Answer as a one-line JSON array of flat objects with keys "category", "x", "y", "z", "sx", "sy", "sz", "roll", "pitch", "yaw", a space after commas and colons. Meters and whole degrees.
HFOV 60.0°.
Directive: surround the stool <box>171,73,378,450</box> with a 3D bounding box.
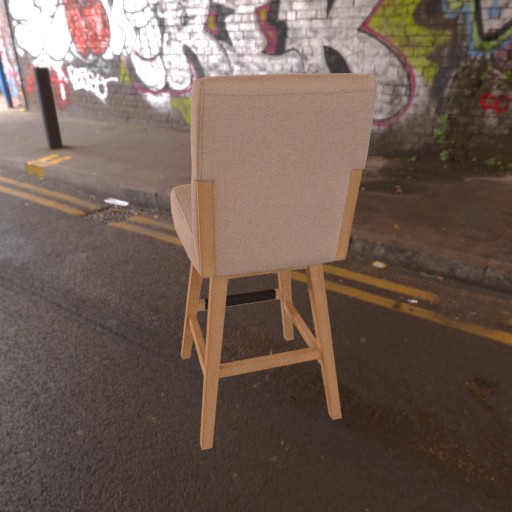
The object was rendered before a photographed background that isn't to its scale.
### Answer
[{"category": "stool", "x": 0.000, "y": 0.000, "z": 1.303, "sx": 0.446, "sy": 1.015, "sz": 0.543, "roll": -7, "pitch": 26, "yaw": -15}]
